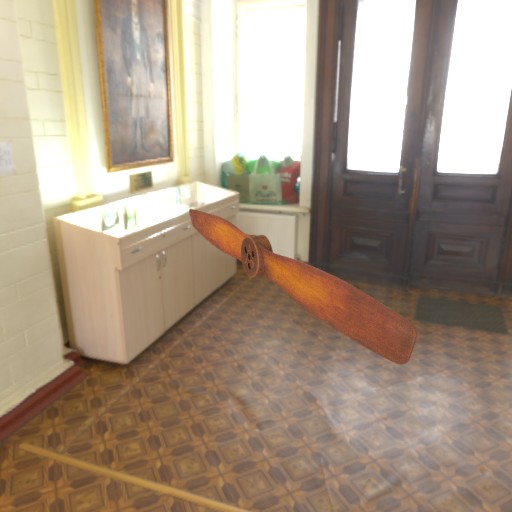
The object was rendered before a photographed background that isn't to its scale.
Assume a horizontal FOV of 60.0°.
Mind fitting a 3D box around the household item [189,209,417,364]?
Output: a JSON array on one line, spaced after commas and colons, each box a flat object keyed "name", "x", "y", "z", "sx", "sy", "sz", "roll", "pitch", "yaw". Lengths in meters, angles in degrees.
[{"name": "household item", "x": 0.000, "y": 0.000, "z": 1.236, "sx": 0.051, "sy": 0.121, "sz": 1.181, "roll": -8, "pitch": 18, "yaw": -25}]
